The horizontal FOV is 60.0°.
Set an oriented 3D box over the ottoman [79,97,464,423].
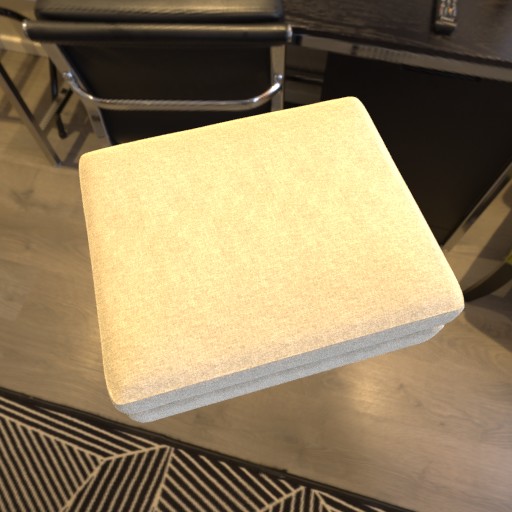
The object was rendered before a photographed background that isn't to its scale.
[{"bbox_3d":[0.000,0.000,1.251,0.821,0.474,0.693,-14,64,-7],"label":"ottoman"}]
